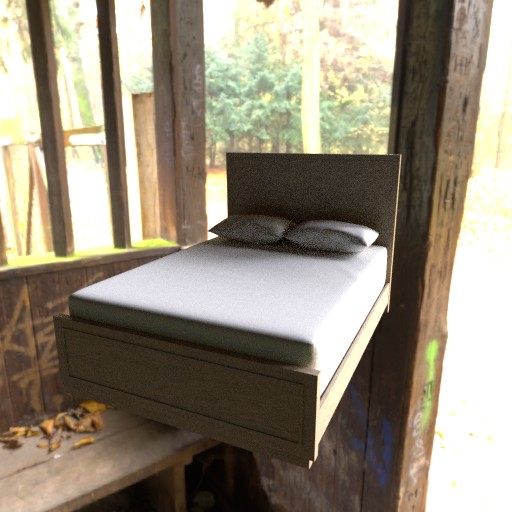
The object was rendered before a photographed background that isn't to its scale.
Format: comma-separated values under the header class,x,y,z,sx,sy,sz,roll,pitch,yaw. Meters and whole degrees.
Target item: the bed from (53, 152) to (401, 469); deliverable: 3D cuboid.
class,x,y,z,sx,sy,sz,roll,pitch,yaw
bed,0.000,0.000,3.170,1.606,1.369,2.189,7,16,24
